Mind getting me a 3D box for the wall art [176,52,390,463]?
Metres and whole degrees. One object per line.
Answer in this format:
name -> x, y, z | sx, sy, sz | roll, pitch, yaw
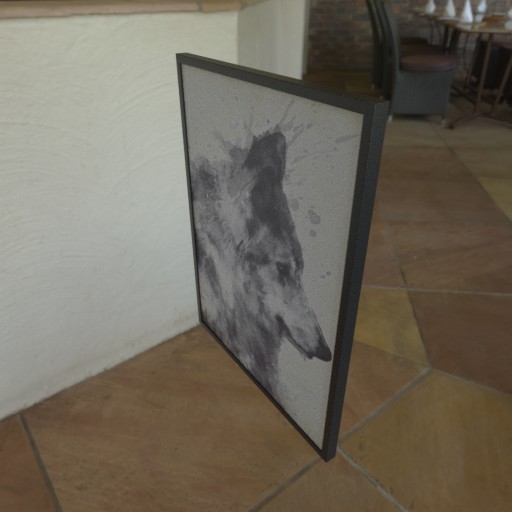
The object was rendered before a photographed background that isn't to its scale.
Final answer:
wall art -> 0.000, 0.000, 1.361 | 0.039, 1.061, 0.804 | -20, 37, -29
